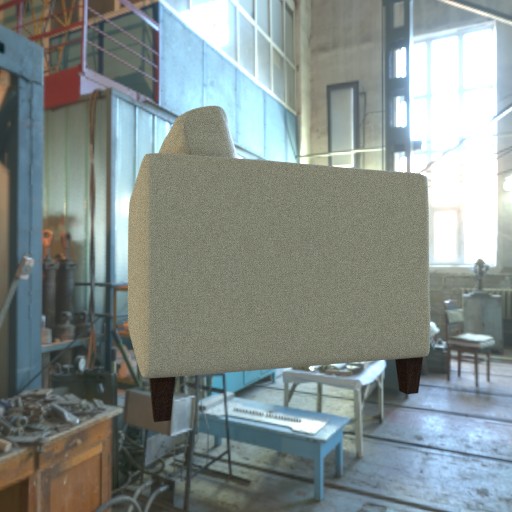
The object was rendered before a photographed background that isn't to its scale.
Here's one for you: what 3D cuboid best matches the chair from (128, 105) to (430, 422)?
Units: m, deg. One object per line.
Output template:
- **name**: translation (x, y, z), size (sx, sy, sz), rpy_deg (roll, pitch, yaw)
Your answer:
- **chair**: translation (0.000, 0.000, 1.769), size (0.959, 0.919, 0.996), rpy_deg (0, -1, -18)
